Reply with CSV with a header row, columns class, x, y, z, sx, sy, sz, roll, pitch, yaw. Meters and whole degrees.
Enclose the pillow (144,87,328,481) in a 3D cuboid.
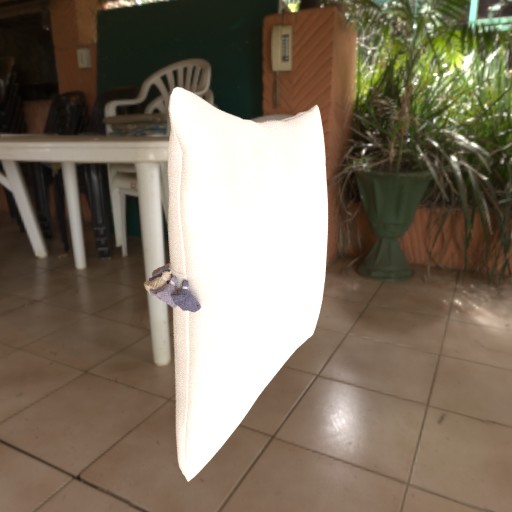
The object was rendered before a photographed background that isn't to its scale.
class,x,y,z,sx,sy,sz,roll,pitch,yaw
pillow,0.000,0.000,0.717,0.165,0.481,0.489,8,18,25
